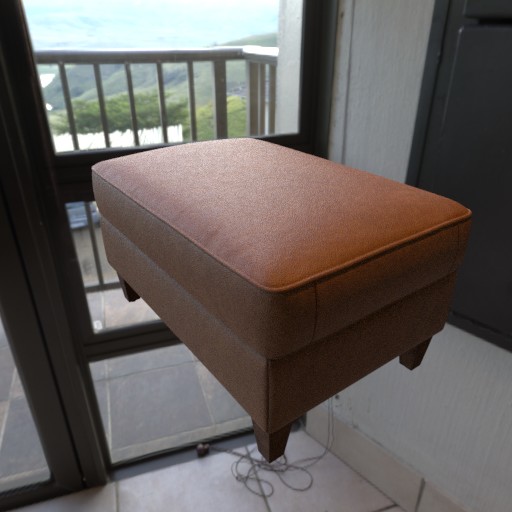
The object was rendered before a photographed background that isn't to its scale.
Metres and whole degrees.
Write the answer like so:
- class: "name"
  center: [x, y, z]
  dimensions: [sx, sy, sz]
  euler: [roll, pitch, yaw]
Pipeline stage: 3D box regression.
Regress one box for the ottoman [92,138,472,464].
- class: "ottoman"
  center: [0.000, 0.000, 1.174]
  dimensions: [0.584, 0.483, 0.864]
  euler: [-19, 33, -32]
